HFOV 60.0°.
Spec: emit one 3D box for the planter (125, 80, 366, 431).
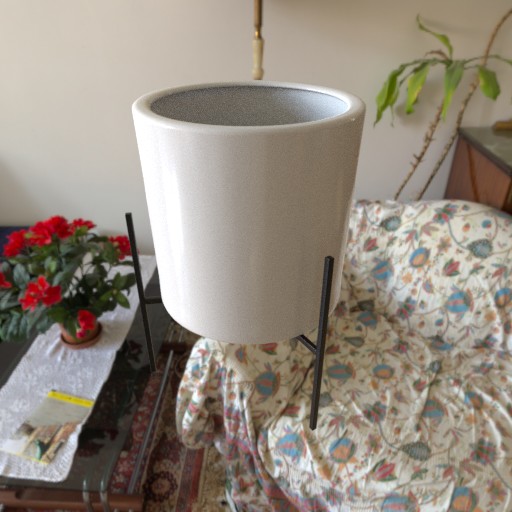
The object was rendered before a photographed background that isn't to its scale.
[{"bbox_3d":[0.000,0.000,0.639,0.307,0.431,0.308,-19,36,-28],"label":"planter"}]
